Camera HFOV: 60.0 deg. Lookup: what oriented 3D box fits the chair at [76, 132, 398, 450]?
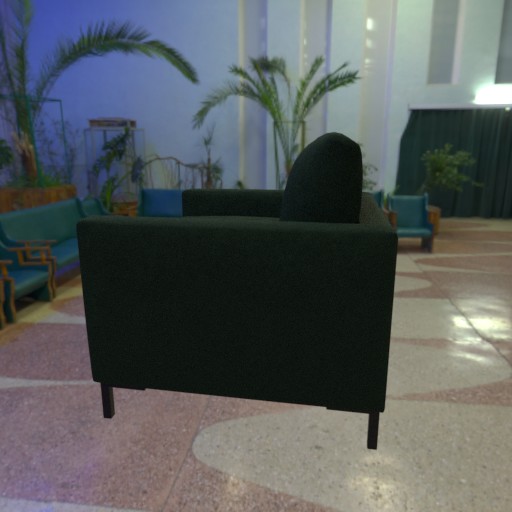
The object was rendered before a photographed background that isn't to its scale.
[{"bbox_3d":[0.000,0.000,1.613,0.866,0.861,0.963,3,14,10],"label":"chair"}]
